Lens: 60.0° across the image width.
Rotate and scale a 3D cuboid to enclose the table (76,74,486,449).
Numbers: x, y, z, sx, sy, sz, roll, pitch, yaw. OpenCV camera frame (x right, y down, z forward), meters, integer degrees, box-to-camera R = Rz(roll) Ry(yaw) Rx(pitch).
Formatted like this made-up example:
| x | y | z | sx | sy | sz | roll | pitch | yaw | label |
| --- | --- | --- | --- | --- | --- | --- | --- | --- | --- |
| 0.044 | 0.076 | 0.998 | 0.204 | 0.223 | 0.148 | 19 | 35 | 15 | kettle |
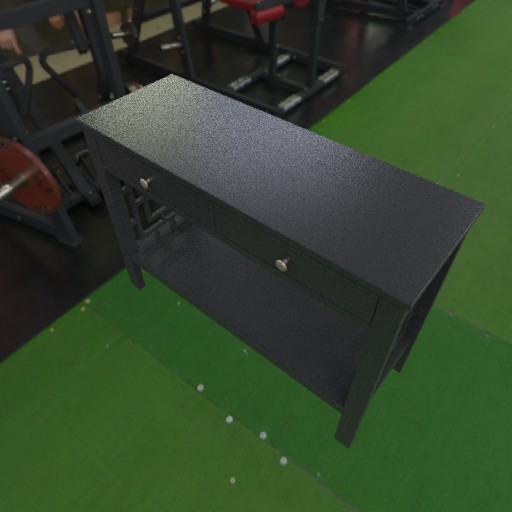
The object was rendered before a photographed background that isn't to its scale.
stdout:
| x | y | z | sx | sy | sz | roll | pitch | yaw | label |
| --- | --- | --- | --- | --- | --- | --- | --- | --- | --- |
| 0.000 | 0.000 | 1.436 | 1.068 | 0.753 | 0.397 | 31 | 54 | 26 | table |
